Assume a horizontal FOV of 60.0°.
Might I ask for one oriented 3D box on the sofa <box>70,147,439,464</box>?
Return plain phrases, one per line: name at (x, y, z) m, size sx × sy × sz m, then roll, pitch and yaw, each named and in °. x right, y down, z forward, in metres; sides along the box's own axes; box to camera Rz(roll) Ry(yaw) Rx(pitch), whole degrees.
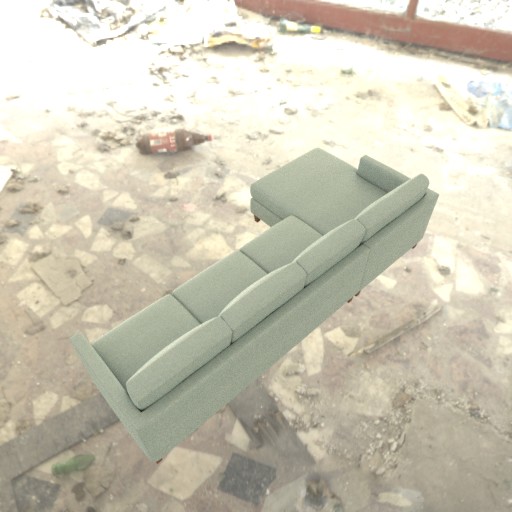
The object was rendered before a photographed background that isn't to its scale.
sofa at (0.000, 0.000, 4.134) m, size 3.470 × 0.953 × 1.600 m, roll -34°, pitch 56°, yaw -27°
